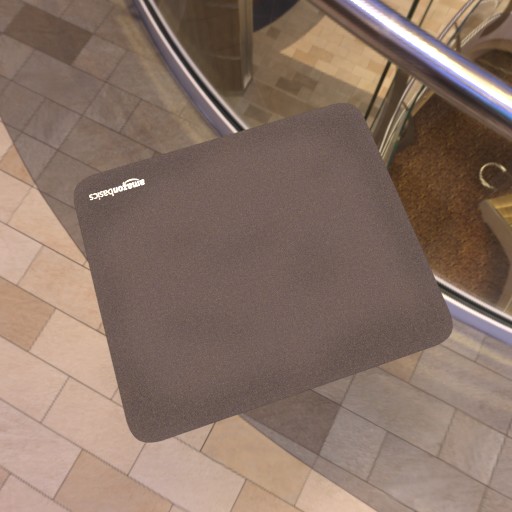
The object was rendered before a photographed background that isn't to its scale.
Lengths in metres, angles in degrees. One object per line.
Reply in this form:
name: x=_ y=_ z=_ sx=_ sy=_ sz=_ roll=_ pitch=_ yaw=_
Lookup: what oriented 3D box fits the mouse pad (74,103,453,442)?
mouse pad: x=0.000 y=0.000 z=0.434 sx=0.315 sy=0.002 sz=0.269 roll=-18 pitch=76 yaw=-5
